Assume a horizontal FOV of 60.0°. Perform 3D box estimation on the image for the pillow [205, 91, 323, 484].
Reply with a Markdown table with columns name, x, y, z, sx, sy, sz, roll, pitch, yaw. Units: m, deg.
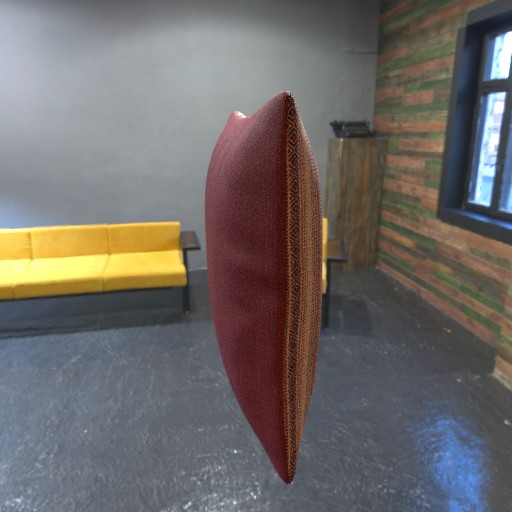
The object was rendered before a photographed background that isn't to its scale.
| name | x | y | z | sx | sy | sz | roll | pitch | yaw |
| --- | --- | --- | --- | --- | --- | --- | --- | --- | --- |
| pillow | 0.000 | 0.000 | 0.766 | 0.166 | 0.497 | 0.513 | -2 | 16 | -9 |
